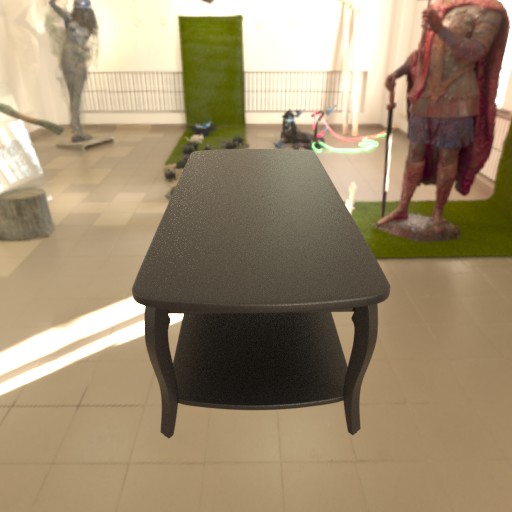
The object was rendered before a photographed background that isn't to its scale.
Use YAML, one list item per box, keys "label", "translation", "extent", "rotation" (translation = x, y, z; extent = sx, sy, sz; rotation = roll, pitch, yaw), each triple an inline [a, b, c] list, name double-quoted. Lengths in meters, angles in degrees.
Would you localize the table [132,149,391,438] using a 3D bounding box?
- label: "table"
  translation: [0.000, 0.000, 1.599]
  extent: [0.571, 0.457, 1.333]
  rotation: [-1, 27, -1]
